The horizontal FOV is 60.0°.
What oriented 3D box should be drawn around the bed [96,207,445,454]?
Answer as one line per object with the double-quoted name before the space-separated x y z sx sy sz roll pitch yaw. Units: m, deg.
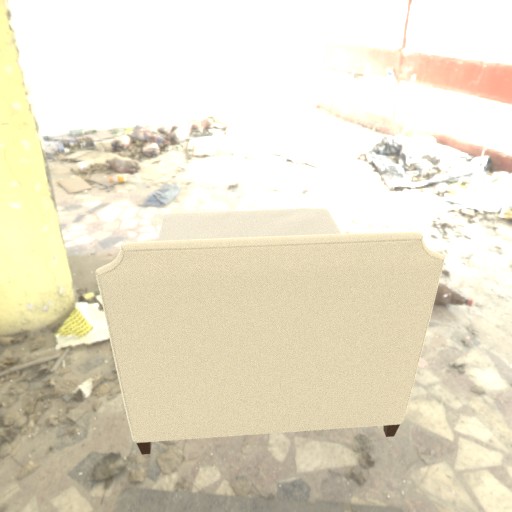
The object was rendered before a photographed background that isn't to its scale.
"bed" 0.000 0.000 3.436 1.712 1.497 2.372 -2 30 -4
